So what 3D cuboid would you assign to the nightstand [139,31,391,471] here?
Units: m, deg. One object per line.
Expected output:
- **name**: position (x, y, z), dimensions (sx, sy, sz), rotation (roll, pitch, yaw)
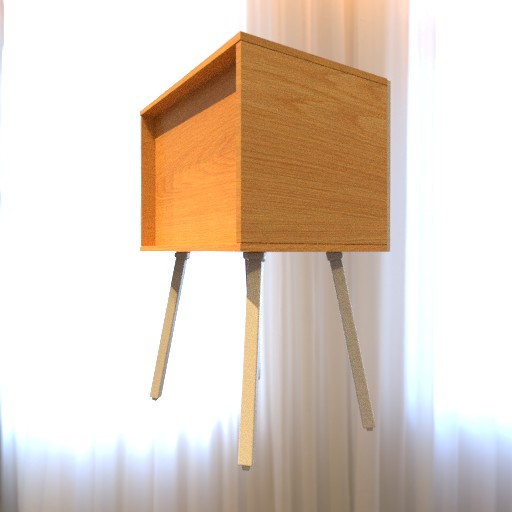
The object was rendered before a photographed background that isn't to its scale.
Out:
- **nightstand**: position (0.000, 0.000, 0.844), dimensions (0.316, 0.601, 0.400), rotation (0, 1, -34)
